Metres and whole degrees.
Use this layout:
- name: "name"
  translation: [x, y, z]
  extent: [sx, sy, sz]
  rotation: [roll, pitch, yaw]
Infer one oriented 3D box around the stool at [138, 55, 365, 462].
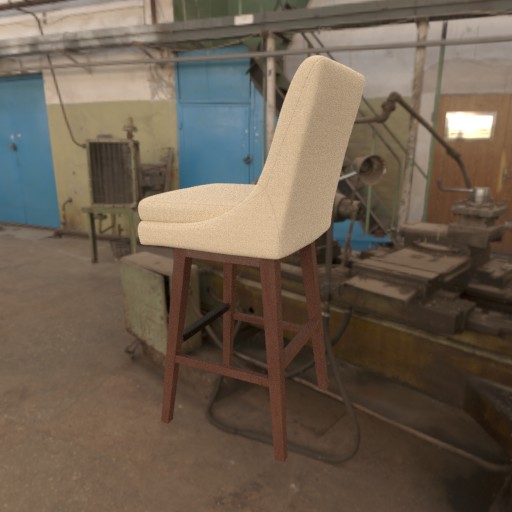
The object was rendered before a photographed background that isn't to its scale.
- name: "stool"
  translation: [0.000, 0.000, 1.408]
  extent: [0.559, 1.093, 0.483]
  rotation: [7, 17, 25]
